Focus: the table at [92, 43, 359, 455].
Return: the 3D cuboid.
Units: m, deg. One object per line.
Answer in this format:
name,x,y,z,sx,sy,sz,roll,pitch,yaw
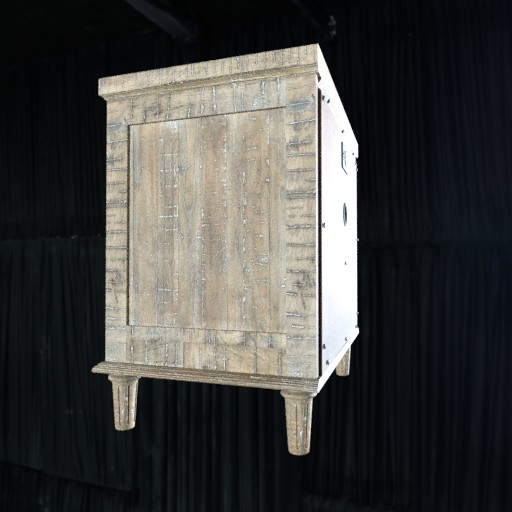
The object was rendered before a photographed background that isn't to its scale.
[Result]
table,0.000,0.000,1.135,0.457,0.711,0.686,0,-1,19
